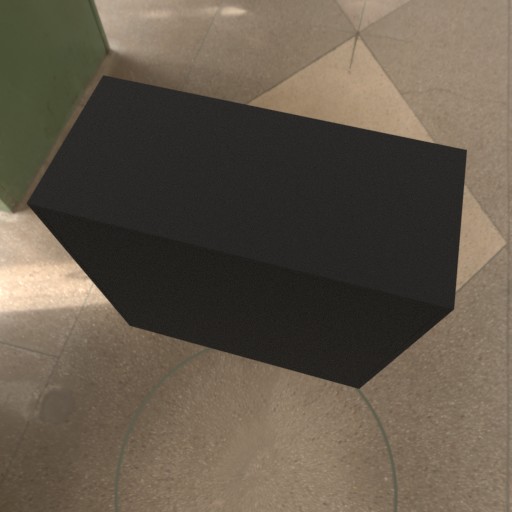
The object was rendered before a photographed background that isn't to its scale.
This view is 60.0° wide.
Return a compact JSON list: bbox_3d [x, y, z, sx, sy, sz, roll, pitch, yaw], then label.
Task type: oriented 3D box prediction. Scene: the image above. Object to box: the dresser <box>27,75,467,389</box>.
[{"bbox_3d":[0.000,0.000,1.144,0.750,0.720,0.360,14,64,7],"label":"dresser"}]
